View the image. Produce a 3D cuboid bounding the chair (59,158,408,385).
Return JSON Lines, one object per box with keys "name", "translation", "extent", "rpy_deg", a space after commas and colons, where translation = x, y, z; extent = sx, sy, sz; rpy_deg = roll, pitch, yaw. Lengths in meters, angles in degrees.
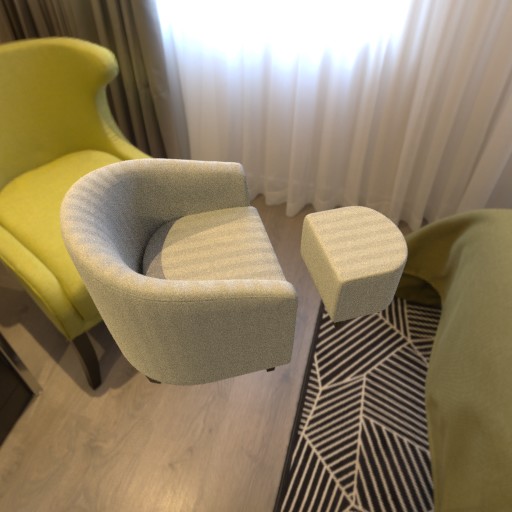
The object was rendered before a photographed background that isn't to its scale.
{"name": "chair", "translation": [0.000, 0.000, 1.772], "extent": [1.288, 0.757, 0.756], "rpy_deg": [-11, 48, -10]}
